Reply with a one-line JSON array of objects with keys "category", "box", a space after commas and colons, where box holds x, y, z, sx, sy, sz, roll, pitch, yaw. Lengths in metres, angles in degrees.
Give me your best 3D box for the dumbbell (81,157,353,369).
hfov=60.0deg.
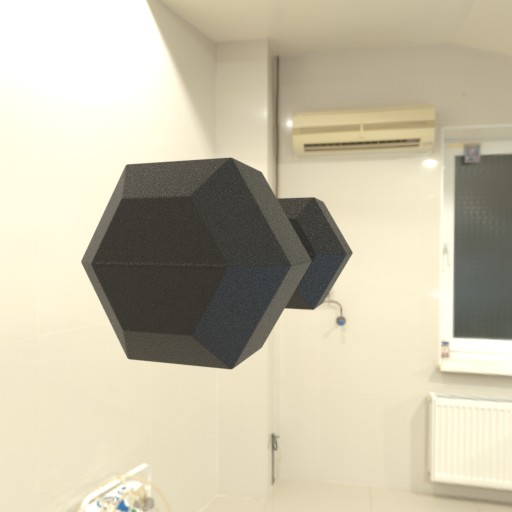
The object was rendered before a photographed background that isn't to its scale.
[{"category": "dumbbell", "box": [0.000, 0.000, 0.372, 0.129, 0.113, 0.315, 1, 2, 19]}]
